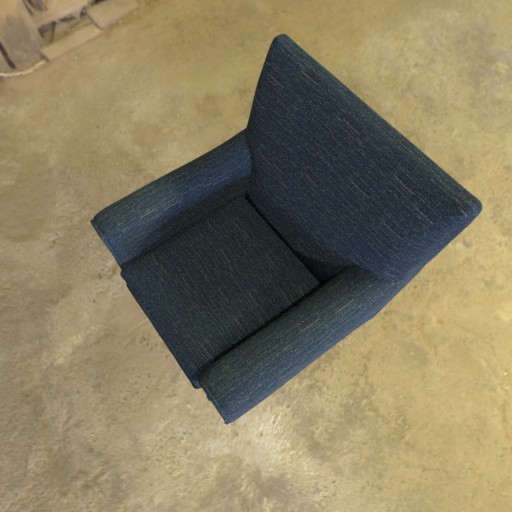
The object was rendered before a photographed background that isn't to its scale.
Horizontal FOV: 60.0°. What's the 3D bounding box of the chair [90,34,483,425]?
[{"bbox_3d":[0.000,0.000,1.608,0.873,0.928,0.864,-34,68,-16],"label":"chair"}]
